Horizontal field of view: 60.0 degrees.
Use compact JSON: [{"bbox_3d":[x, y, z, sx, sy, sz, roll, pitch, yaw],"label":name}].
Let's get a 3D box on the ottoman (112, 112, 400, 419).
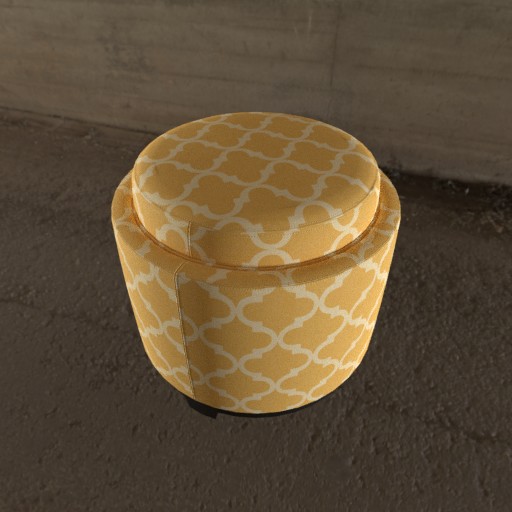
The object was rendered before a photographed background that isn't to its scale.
[{"bbox_3d":[0.000,0.000,0.835,0.480,0.429,0.480,0,40,0],"label":"ottoman"}]
